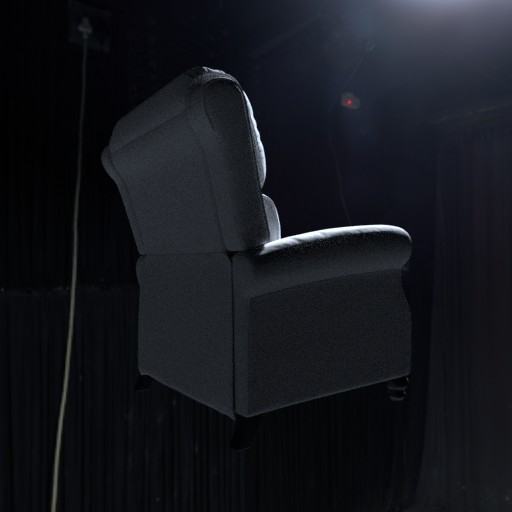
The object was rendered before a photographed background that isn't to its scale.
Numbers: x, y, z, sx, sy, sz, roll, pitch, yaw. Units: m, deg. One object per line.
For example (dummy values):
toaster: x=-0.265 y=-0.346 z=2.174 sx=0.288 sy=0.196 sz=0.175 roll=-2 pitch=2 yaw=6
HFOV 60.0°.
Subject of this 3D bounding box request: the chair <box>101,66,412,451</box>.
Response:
chair: x=0.000 y=0.000 z=1.664 sx=0.919 sy=1.046 sz=0.859 roll=1 pitch=-1 yaw=-37
